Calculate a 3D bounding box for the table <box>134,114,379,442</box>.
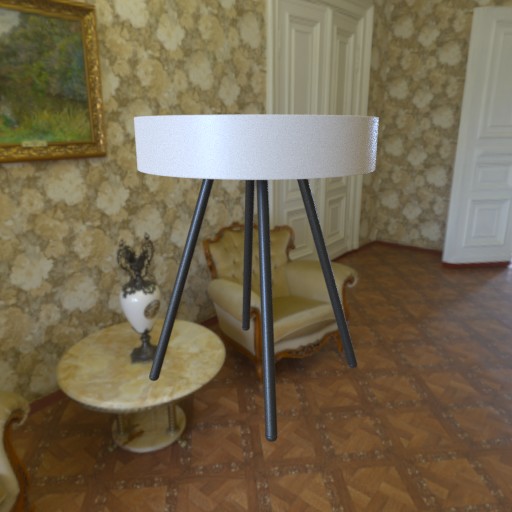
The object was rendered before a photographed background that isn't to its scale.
[{"bbox_3d":[0.000,0.000,0.882,0.450,0.525,0.450,0,16,0],"label":"table"}]
